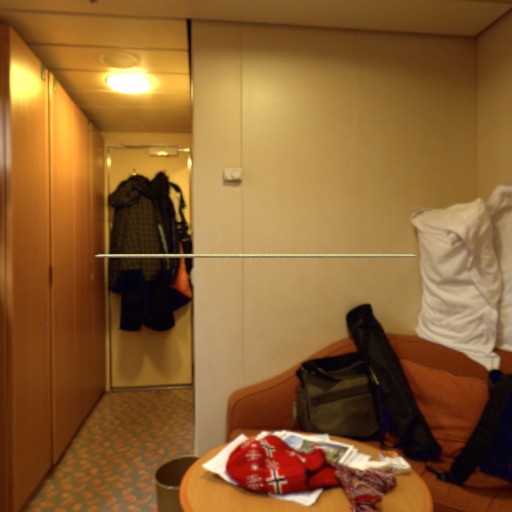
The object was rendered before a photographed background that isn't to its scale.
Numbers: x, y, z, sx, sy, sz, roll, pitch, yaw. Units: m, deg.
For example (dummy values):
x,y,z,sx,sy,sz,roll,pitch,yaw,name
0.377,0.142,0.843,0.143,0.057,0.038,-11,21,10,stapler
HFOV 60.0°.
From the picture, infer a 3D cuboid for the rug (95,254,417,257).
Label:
x,y,z,sx,sy,sz,roll,pitch,yaw,name
0.000,0.000,2.334,1.593,0.012,1.593,0,0,0,rug
